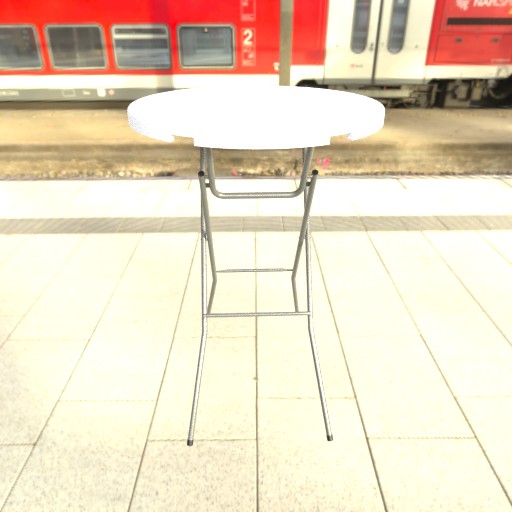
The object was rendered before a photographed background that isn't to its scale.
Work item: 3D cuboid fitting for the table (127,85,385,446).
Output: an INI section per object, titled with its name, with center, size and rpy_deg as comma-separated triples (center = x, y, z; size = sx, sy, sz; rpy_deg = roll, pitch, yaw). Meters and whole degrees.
[table]
center = 0.000, 0.000, 1.665
size = 0.792, 1.105, 0.795
rpy_deg = -1, 28, -2
